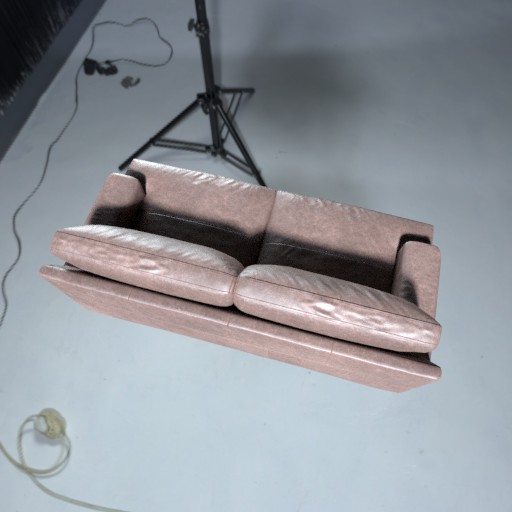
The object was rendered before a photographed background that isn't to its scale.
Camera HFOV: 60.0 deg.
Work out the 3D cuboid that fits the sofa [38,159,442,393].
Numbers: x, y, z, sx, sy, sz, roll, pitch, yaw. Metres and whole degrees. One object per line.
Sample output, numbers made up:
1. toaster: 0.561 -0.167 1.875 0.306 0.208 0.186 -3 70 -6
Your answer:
1. sofa: 0.000 0.000 2.793 2.261 0.941 1.143 14 64 7
